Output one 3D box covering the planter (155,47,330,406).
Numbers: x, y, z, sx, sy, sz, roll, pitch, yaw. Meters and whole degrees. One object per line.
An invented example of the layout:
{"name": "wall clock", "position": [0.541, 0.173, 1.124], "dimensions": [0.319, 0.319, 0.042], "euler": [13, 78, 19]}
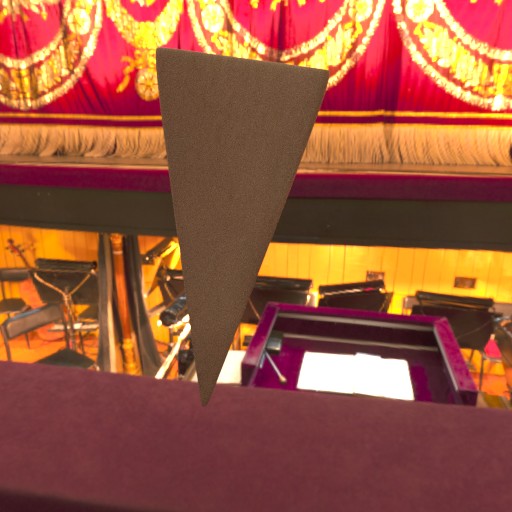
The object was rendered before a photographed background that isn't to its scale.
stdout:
{"name": "planter", "position": [0.000, 0.000, 0.275], "dimensions": [0.081, 0.224, 0.101], "euler": [3, 17, 9]}
